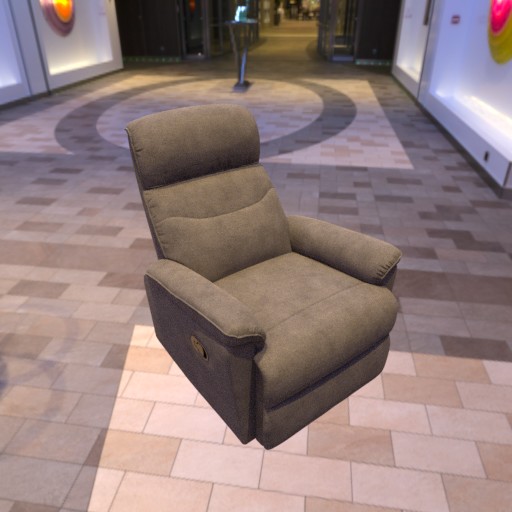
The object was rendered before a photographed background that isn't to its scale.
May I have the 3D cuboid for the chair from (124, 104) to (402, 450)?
[{"bbox_3d":[0.000,0.000,1.792,0.830,1.036,1.009,-21,36,-32],"label":"chair"}]
